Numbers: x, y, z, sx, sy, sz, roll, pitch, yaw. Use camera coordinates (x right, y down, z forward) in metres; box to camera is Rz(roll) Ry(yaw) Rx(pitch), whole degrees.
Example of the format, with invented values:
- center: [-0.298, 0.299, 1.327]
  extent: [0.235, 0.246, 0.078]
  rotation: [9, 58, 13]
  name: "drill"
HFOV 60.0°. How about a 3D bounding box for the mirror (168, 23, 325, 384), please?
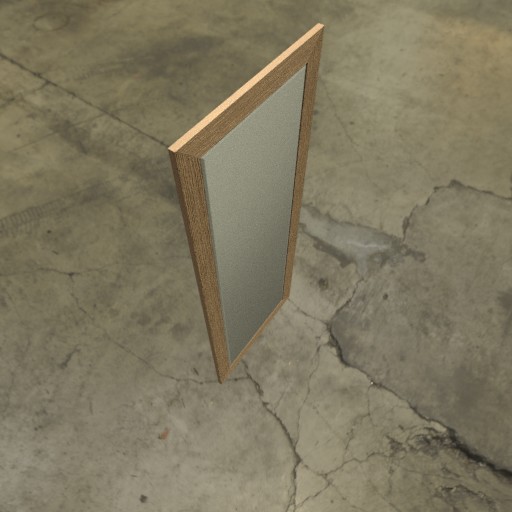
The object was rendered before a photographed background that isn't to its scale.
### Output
- center: [0.000, 0.000, 2.267]
  extent: [0.026, 2.031, 0.812]
  rotation: [31, 61, 19]
  name: "mirror"
